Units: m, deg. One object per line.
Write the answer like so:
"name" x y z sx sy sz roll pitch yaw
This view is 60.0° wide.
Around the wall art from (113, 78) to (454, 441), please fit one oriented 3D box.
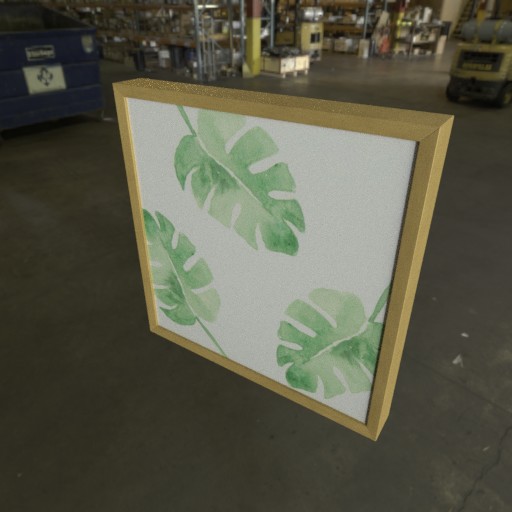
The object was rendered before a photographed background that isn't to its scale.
"wall art" 0.000 0.000 0.443 0.305 0.305 0.038 18 35 28
